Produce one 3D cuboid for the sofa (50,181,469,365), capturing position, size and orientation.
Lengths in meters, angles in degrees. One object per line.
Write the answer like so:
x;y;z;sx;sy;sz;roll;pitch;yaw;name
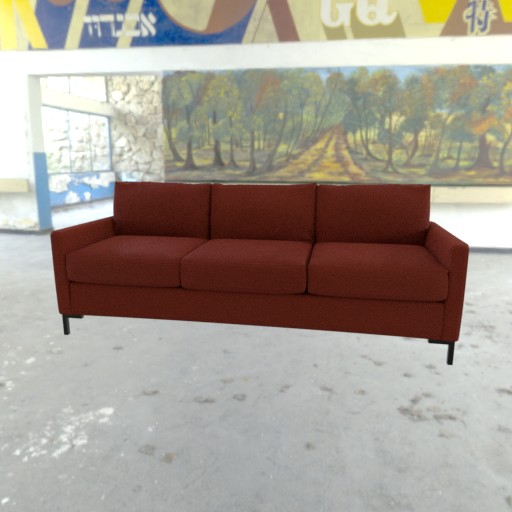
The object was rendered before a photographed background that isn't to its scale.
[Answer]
0.000;0.000;2.730;2.252;0.879;0.875;2;13;10;sofa
